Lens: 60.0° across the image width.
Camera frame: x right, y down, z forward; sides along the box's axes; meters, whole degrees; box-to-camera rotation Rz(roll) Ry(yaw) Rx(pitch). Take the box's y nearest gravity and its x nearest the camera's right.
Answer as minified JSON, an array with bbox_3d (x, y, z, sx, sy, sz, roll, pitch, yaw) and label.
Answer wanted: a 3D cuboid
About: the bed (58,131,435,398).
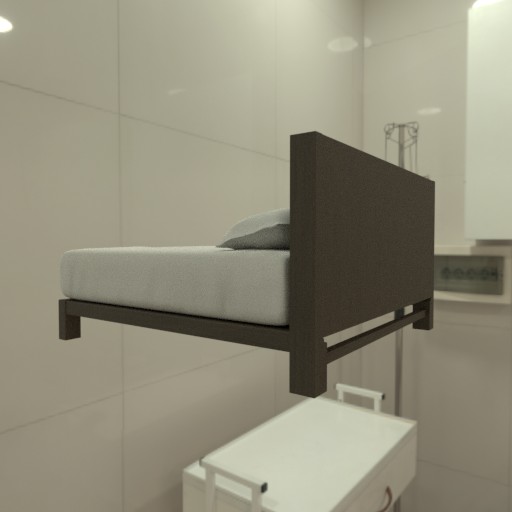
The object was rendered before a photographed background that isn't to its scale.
[{"bbox_3d":[0.000,0.000,3.603,2.238,1.261,2.143,1,2,36],"label":"bed"}]
